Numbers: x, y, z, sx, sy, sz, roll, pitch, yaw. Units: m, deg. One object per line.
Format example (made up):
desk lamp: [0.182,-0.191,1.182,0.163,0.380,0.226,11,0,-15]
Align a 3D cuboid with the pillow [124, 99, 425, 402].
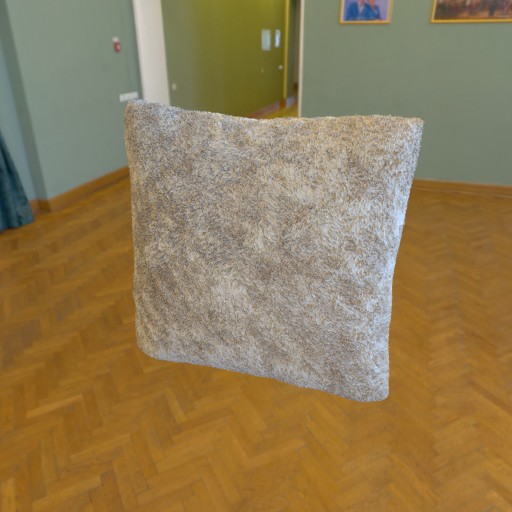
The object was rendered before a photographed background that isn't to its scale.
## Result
pillow: [0.000,0.000,0.805,0.529,0.515,0.218,7,27,15]
